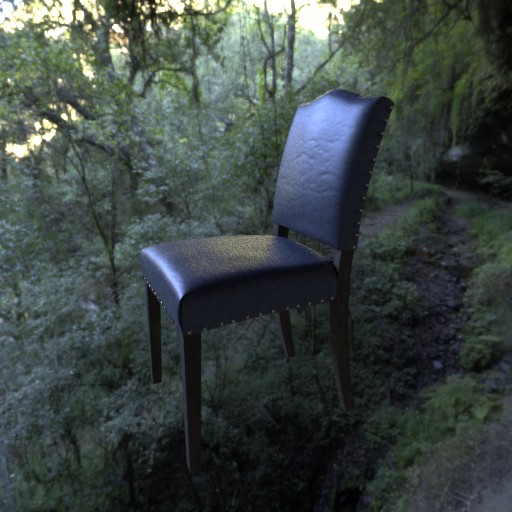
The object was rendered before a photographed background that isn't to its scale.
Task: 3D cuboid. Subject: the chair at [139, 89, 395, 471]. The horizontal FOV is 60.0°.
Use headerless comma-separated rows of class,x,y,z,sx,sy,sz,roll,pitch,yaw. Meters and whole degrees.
chair,0.000,0.000,1.375,0.633,0.991,0.500,-7,18,-24
